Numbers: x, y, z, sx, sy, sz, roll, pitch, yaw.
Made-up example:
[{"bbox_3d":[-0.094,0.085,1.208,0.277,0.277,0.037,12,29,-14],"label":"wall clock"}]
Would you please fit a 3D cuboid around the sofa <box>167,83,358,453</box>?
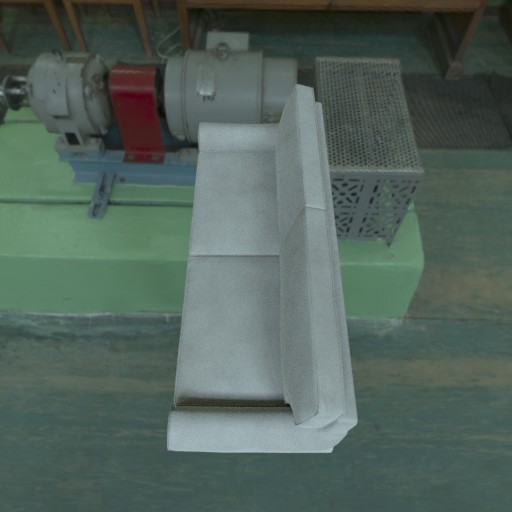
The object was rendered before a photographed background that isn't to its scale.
[{"bbox_3d":[0.000,0.000,2.740,0.900,1.014,2.246,0,58,0],"label":"sofa"}]
